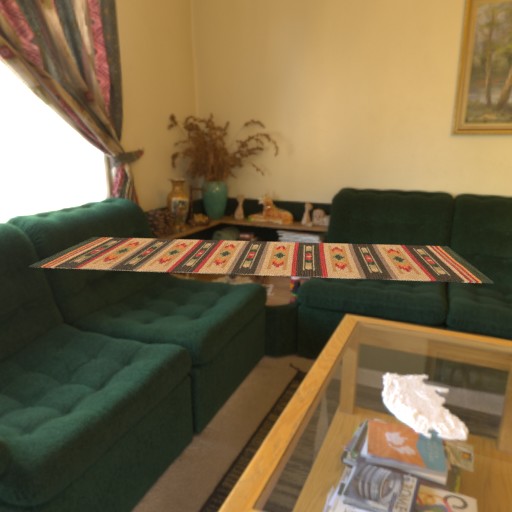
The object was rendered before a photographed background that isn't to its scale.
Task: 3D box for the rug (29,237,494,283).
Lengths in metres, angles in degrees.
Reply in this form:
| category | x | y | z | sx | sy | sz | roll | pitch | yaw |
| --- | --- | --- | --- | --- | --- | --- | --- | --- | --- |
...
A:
| category | x | y | z | sx | sy | sz | roll | pitch | yaw |
| --- | --- | --- | --- | --- | --- | --- | --- | --- | --- |
| rug | 0.000 | 0.000 | 2.675 | 2.440 | 0.009 | 0.760 | 2 | 15 | 6 |
